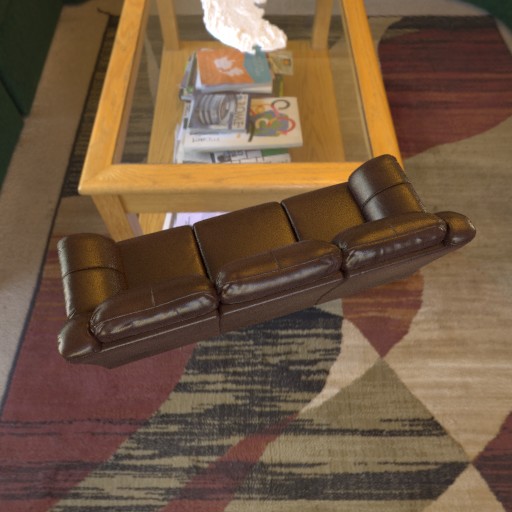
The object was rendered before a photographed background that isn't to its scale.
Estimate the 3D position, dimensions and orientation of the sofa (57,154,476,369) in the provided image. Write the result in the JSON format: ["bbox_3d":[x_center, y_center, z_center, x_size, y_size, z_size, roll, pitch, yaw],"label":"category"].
[{"bbox_3d":[0.000,0.000,2.808,2.337,1.043,0.991,-16,60,-9],"label":"sofa"}]
